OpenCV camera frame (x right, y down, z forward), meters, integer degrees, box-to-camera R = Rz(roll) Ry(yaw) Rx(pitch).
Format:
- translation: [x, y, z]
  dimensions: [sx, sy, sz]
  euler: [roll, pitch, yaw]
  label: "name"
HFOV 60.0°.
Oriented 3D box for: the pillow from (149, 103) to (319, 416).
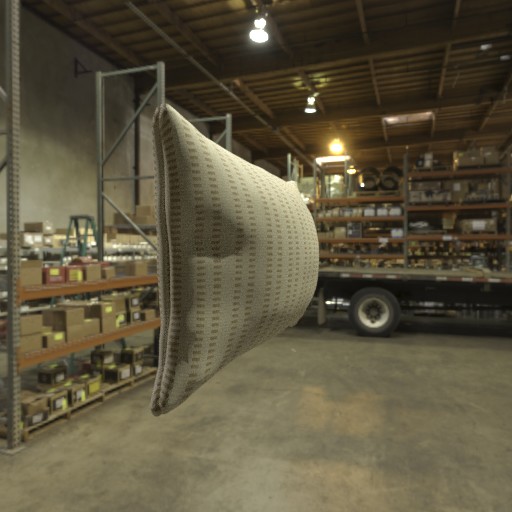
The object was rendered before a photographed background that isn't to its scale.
- translation: [0.000, 0.000, 0.791]
  dimensions: [0.210, 0.353, 0.640]
  euler: [0, 1, 18]
  label: "pillow"
